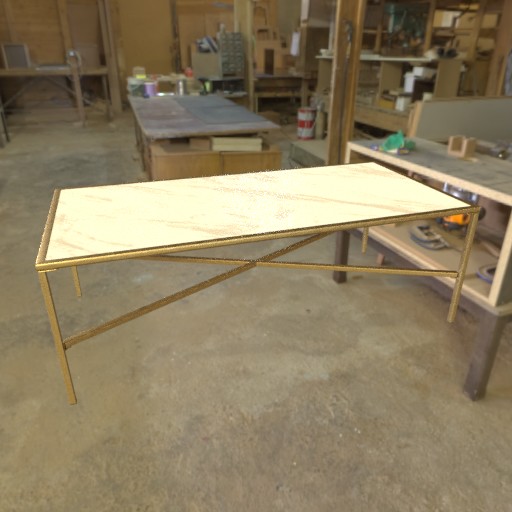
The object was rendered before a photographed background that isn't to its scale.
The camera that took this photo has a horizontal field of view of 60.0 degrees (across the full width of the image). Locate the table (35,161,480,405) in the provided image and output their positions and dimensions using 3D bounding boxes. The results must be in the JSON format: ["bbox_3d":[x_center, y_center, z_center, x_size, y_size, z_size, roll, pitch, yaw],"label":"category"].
[{"bbox_3d":[0.000,0.000,1.463,1.197,0.405,0.577,-8,27,-16],"label":"table"}]
